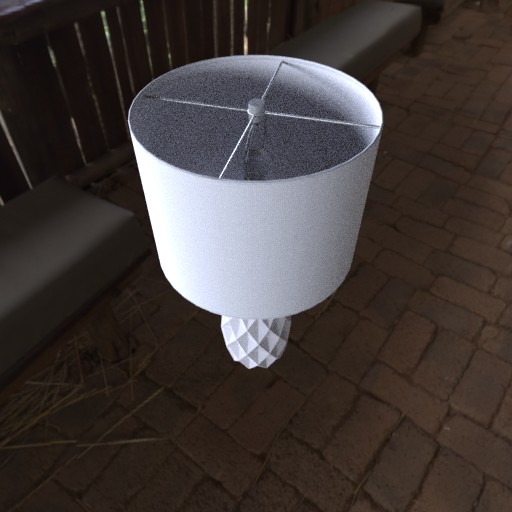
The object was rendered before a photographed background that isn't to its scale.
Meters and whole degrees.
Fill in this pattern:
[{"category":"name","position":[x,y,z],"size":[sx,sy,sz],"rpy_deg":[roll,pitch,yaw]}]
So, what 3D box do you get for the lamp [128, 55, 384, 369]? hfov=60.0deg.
[{"category":"lamp","position":[0.000,0.000,0.710],"size":[0.297,0.522,0.297],"rpy_deg":[0,46,0]}]
